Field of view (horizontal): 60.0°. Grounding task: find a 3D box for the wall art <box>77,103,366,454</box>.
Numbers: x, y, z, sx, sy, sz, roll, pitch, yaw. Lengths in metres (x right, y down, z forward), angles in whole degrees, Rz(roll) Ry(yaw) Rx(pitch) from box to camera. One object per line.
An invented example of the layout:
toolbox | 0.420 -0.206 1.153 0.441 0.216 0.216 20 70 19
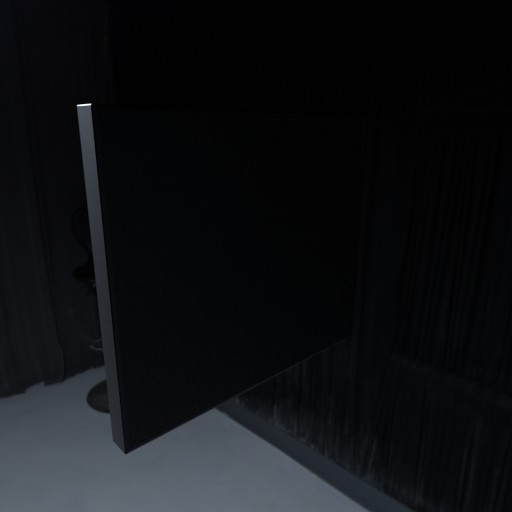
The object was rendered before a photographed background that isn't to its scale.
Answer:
wall art | 0.000 0.000 0.528 0.380 0.330 0.028 -15 22 -41
